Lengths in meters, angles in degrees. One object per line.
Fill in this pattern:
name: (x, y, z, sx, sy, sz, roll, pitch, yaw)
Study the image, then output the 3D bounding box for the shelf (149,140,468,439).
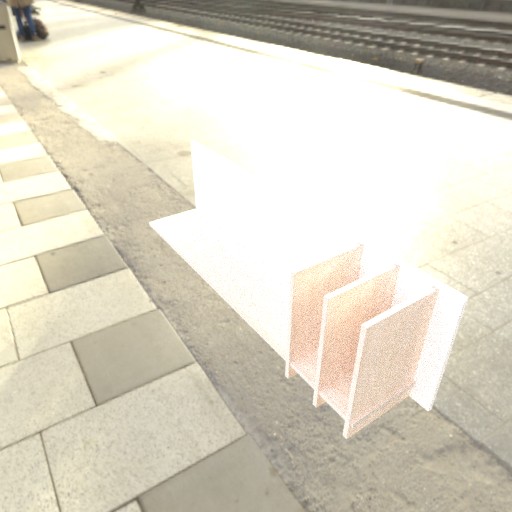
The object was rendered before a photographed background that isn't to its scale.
shelf: (0.000, 0.000, 1.160, 0.200, 0.300, 1.020, -21, 38, -28)
